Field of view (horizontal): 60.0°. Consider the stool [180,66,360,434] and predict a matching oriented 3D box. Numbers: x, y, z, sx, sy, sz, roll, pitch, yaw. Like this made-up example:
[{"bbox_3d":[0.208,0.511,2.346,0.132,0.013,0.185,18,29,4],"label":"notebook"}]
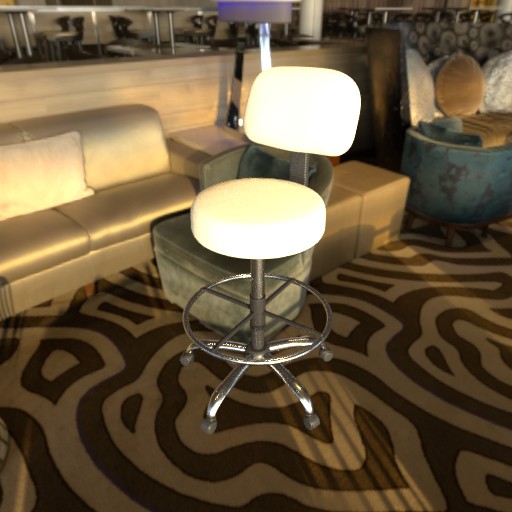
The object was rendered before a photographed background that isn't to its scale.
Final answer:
[{"bbox_3d":[0.000,0.000,1.435,0.609,1.080,0.616,18,34,29],"label":"stool"}]
